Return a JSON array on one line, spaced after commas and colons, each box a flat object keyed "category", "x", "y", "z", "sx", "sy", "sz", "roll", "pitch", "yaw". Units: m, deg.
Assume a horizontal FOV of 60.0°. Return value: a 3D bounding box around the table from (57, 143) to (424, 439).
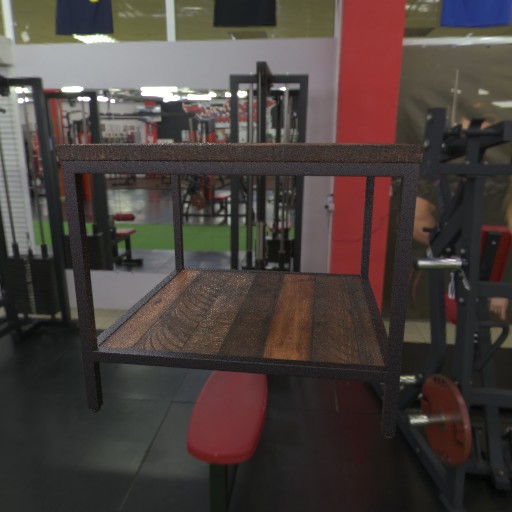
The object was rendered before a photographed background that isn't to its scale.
[{"category": "table", "x": 0.000, "y": 0.000, "z": 0.979, "sx": 0.553, "sy": 0.482, "sz": 0.548, "roll": 2, "pitch": 15, "yaw": 8}]
